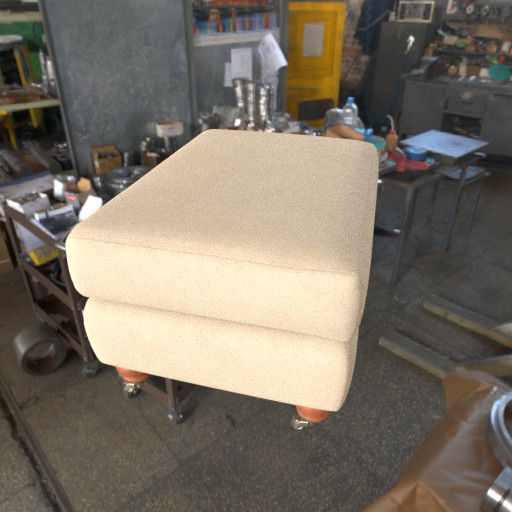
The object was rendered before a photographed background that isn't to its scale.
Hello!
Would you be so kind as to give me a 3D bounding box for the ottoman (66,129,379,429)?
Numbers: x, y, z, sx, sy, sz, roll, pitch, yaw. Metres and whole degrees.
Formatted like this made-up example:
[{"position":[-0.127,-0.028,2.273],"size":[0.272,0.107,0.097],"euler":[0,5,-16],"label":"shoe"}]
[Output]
[{"position":[0.000,0.000,1.165],"size":[0.569,0.504,0.773],"euler":[8,32,13],"label":"ottoman"}]
